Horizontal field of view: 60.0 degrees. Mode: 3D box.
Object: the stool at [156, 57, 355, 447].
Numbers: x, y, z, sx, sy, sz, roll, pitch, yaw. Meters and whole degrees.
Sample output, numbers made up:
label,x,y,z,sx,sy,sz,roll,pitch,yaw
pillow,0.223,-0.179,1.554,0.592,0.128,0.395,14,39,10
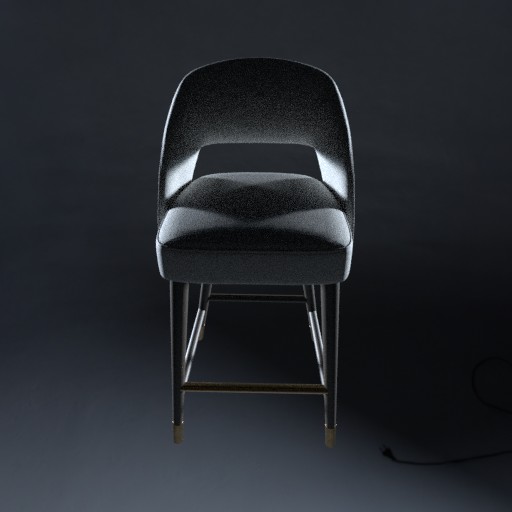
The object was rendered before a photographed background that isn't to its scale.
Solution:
label,x,y,z,sx,sy,sz,roll,pitch,yaw
stool,0.000,0.000,1.213,0.494,0.940,0.509,1,31,1
